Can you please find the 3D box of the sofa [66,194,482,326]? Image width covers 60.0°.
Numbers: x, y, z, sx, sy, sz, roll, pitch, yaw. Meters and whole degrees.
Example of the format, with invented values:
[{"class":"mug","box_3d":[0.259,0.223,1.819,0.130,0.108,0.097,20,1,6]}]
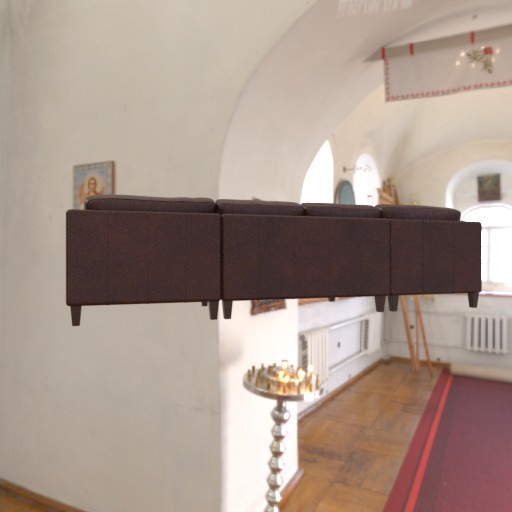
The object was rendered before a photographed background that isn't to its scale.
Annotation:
[{"class":"sofa","box_3d":[0.000,0.000,4.471,3.324,0.891,2.452,0,0,-18]}]
